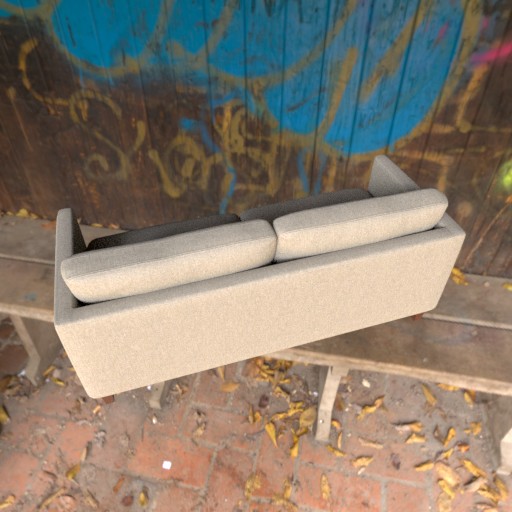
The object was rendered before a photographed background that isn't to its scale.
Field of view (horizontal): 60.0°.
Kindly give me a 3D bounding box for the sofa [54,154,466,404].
[{"bbox_3d":[0.000,0.000,2.730,2.208,0.963,0.956,-12,44,-13],"label":"sofa"}]
